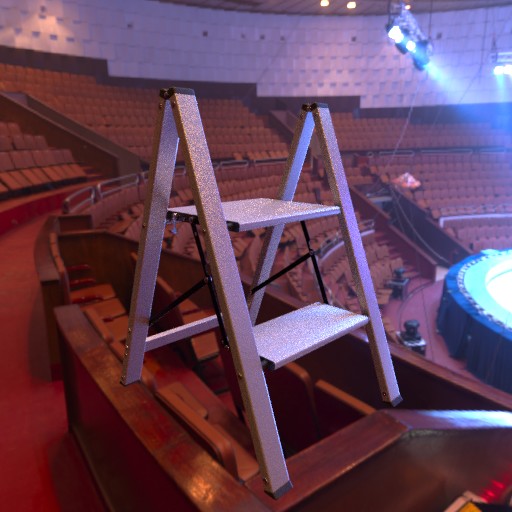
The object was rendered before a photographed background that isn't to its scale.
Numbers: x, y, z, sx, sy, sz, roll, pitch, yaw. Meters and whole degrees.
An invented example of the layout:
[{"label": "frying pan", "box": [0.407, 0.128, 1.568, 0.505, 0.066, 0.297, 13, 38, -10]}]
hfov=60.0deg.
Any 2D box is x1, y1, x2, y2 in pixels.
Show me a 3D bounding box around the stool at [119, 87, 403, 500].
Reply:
[{"label": "stool", "box": [0.000, 0.000, 0.989, 0.440, 0.670, 0.535, -13, 19, -43]}]
